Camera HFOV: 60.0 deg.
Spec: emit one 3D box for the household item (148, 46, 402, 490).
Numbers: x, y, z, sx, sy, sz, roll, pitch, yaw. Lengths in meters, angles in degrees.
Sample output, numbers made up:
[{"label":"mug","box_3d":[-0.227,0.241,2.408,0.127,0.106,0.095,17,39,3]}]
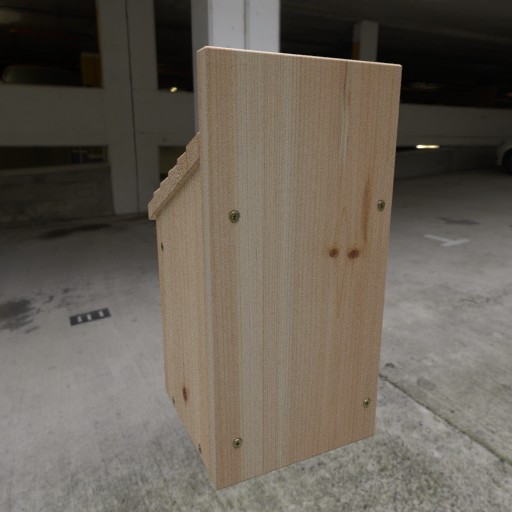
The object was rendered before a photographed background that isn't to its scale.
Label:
[{"label":"household item","box_3d":[0.000,0.000,0.392,0.149,0.300,0.171,-7,16,-25]}]
